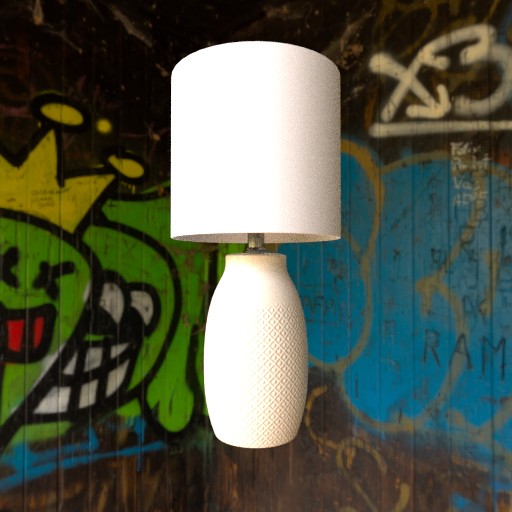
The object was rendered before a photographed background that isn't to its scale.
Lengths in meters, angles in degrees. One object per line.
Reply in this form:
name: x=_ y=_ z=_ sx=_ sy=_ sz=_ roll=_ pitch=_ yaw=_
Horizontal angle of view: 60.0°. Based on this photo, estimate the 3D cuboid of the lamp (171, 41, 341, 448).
lamp: x=0.000 y=0.000 z=0.575 sx=0.217 sy=0.453 sz=0.217 roll=0 pitch=-1 yaw=16
